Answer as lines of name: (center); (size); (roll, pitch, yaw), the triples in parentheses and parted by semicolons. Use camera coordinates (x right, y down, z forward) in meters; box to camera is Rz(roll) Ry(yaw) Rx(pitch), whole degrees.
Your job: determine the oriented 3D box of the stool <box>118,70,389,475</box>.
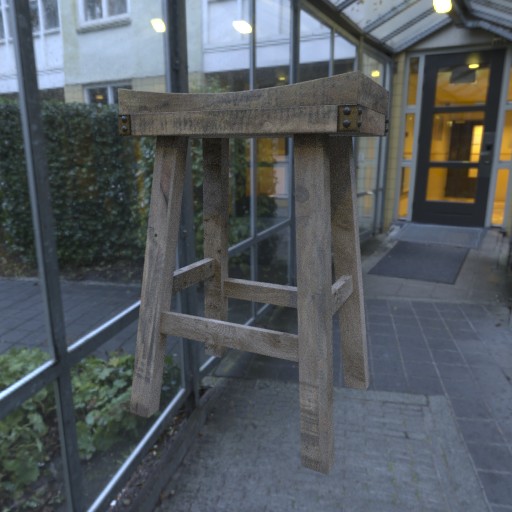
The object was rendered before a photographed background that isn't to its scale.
stool: (0.000, 0.000, 0.897); (0.450, 0.635, 0.330); (6, 15, 25)
